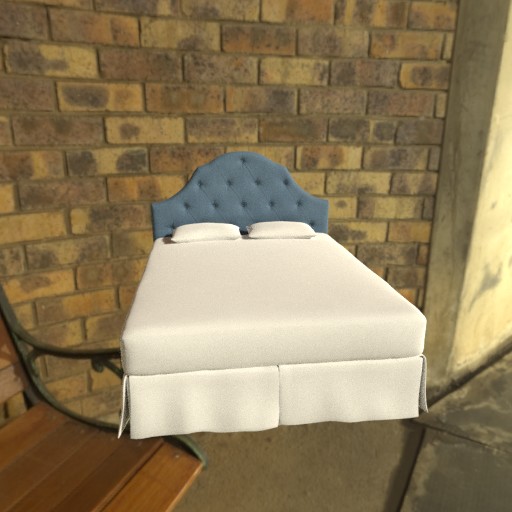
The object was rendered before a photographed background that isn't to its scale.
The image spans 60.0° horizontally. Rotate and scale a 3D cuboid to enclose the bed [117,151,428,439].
[{"bbox_3d":[0.000,0.000,3.779,2.039,1.617,2.477,-2,16,-7],"label":"bed"}]
